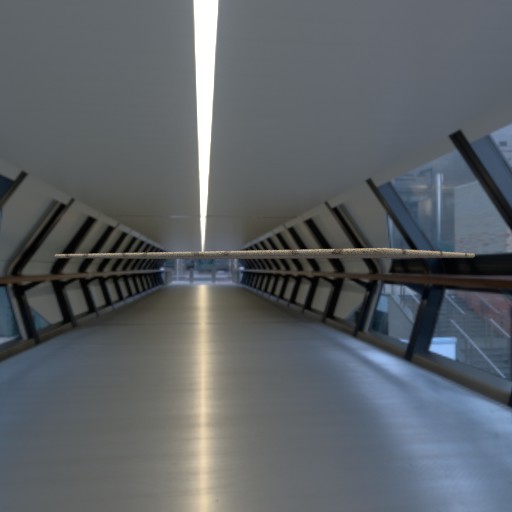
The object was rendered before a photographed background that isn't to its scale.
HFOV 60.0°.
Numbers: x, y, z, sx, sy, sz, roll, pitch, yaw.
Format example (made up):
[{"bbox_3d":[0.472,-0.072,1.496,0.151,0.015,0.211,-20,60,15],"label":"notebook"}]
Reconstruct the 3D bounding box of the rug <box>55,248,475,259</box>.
[{"bbox_3d":[0.000,0.000,2.918,2.348,0.024,1.501,-1,-1,38],"label":"rug"}]
